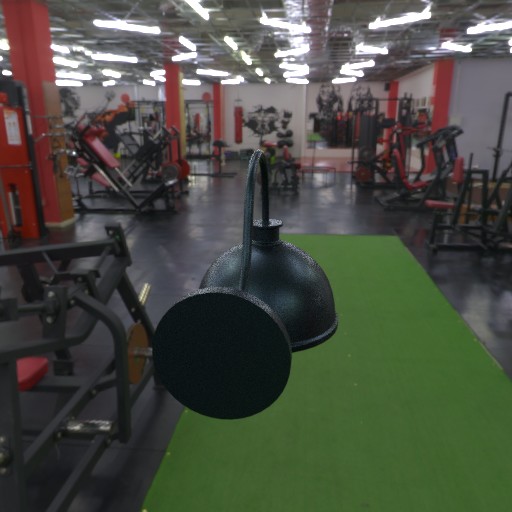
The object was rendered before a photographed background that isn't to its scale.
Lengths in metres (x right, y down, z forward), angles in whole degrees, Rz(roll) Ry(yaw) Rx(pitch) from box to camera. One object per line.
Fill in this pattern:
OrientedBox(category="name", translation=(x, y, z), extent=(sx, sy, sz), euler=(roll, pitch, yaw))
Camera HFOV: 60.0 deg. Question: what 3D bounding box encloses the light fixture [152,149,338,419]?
OrientedBox(category="light fixture", translation=(0.000, 0.000, 0.636), extent=(0.253, 0.295, 0.467), euler=(2, 17, 8))
